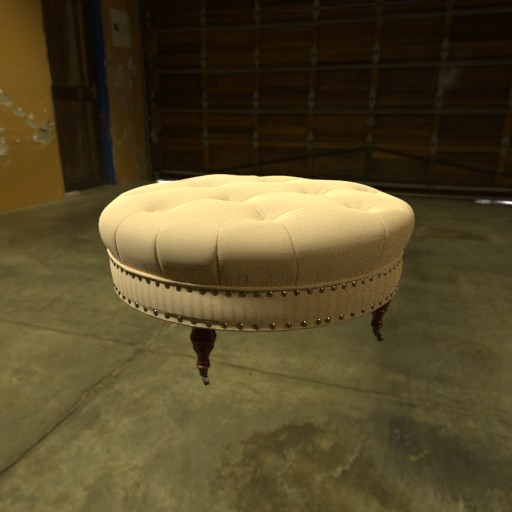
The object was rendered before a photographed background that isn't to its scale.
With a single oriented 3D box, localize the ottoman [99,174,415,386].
[{"bbox_3d":[0.000,0.000,1.361,0.901,0.439,0.901,0,17,0],"label":"ottoman"}]
